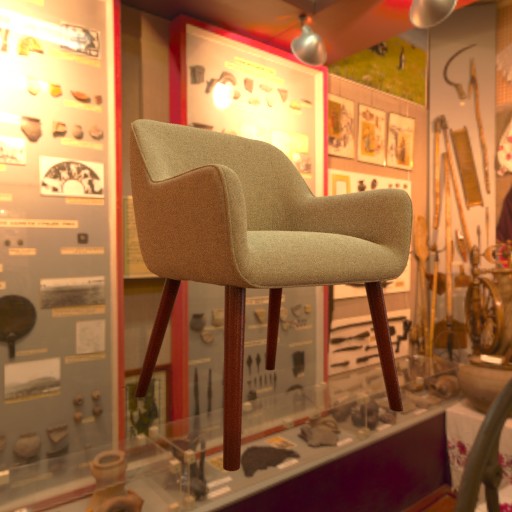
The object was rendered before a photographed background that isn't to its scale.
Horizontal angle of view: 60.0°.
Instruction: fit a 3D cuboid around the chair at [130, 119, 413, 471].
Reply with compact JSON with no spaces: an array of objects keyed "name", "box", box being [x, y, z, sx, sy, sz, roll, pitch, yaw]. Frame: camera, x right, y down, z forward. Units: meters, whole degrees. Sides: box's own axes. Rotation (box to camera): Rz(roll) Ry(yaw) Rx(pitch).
[{"name":"chair","box":[0.000,0.000,1.234,0.610,0.813,0.610,-1,1,-37]}]
